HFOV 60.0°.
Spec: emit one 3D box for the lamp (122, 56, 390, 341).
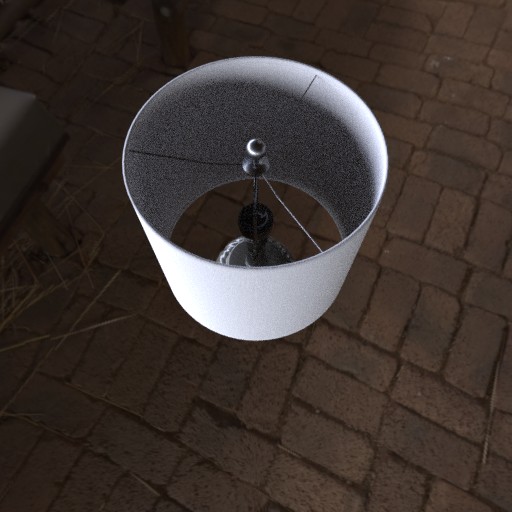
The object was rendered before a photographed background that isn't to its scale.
[{"bbox_3d":[0.000,0.000,0.508,0.203,0.389,0.203,1,64,1],"label":"lamp"}]
